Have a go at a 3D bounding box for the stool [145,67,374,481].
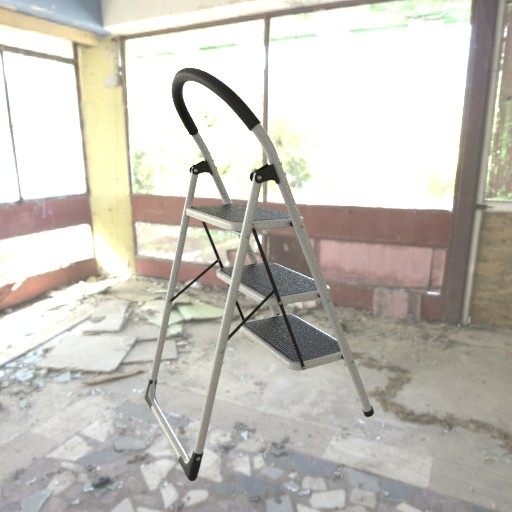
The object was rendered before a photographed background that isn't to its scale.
[{"bbox_3d":[0.000,0.000,1.448,0.676,1.109,0.485,-7,15,-27],"label":"stool"}]
